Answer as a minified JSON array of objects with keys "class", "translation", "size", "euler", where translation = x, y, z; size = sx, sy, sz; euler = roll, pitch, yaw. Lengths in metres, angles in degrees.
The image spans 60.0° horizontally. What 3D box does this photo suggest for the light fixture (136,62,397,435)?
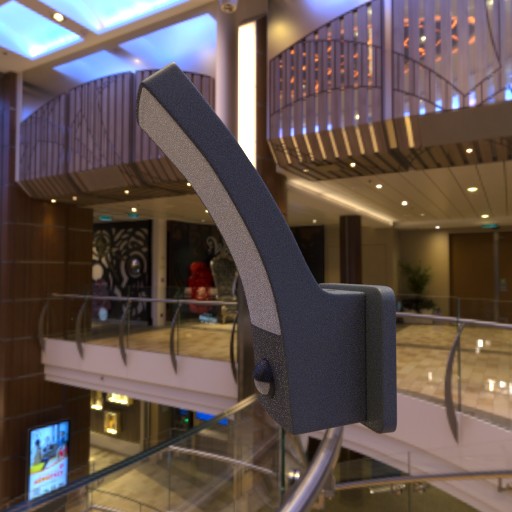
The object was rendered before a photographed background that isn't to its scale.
[{"class":"light fixture","translation":[0.000,0.000,0.329],"size":[0.174,0.243,0.108],"euler":[1,-2,-16]}]
